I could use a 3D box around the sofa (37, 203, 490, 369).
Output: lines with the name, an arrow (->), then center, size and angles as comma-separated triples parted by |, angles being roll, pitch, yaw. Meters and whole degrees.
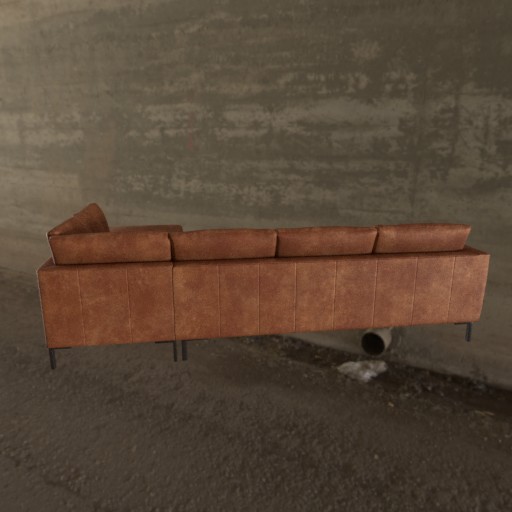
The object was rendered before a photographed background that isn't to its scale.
sofa -> 0.000, 0.000, 3.794 | 2.984, 0.877, 1.938 | -2, 15, -8
